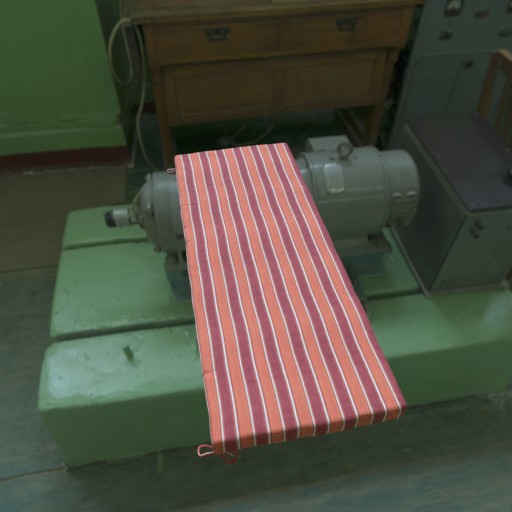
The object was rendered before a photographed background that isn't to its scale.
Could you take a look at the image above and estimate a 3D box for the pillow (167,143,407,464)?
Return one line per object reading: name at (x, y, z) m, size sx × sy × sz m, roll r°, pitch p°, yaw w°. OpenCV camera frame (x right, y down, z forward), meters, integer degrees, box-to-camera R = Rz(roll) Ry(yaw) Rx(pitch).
pillow at (0.000, 0.000, 1.389) m, size 0.492 × 0.081 × 1.187 m, roll -8°, pitch 47°, yaw -8°
